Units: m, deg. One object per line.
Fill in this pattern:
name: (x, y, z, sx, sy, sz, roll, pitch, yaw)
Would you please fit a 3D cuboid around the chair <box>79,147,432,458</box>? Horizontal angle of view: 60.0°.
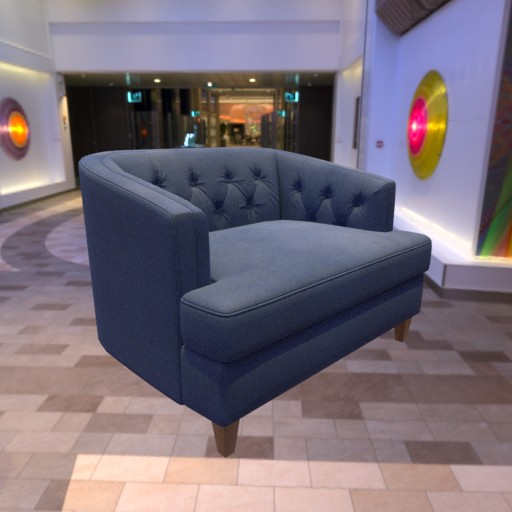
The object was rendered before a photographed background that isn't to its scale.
chair: (0.000, 0.000, 1.713, 1.118, 0.787, 0.914, -15, 21, -43)
